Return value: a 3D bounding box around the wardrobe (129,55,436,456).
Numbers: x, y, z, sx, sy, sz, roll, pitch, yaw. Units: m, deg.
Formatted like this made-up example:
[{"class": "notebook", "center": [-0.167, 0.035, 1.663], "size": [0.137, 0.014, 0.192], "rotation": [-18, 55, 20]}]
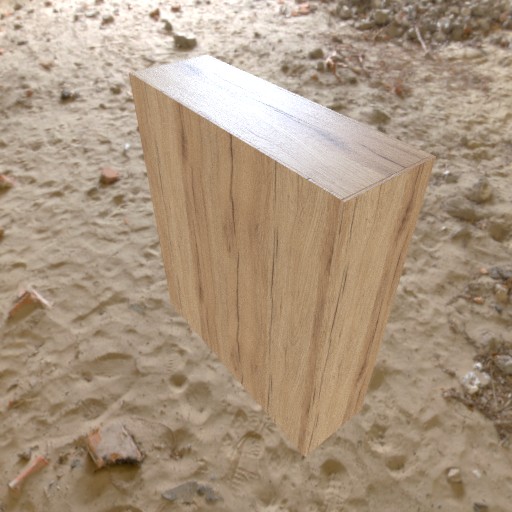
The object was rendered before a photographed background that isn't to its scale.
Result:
[{"class": "wardrobe", "center": [0.000, 0.000, 3.005], "size": [0.580, 2.070, 1.810], "rotation": [-27, 48, -28]}]
